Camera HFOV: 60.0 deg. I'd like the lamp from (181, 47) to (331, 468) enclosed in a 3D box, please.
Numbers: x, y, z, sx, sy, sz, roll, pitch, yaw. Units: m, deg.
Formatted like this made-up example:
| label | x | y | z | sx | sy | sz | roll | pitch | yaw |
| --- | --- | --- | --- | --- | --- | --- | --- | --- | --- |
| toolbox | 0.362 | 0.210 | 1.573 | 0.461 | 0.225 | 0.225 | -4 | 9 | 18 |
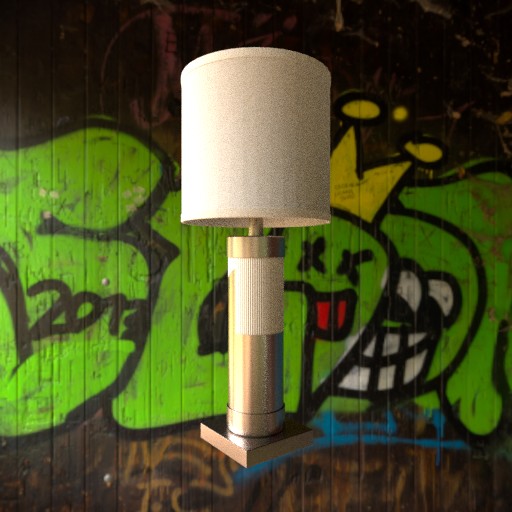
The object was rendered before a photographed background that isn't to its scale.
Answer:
| label | x | y | z | sx | sy | sz | roll | pitch | yaw |
| --- | --- | --- | --- | --- | --- | --- | --- | --- | --- |
| lamp | 0.000 | 0.000 | 0.608 | 0.202 | 0.509 | 0.202 | 0 | 0 | -37 |
